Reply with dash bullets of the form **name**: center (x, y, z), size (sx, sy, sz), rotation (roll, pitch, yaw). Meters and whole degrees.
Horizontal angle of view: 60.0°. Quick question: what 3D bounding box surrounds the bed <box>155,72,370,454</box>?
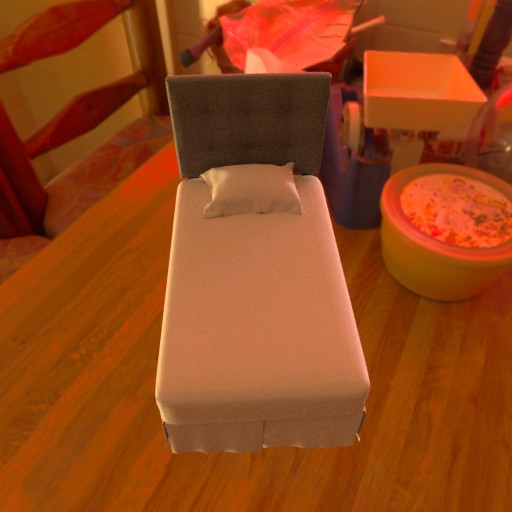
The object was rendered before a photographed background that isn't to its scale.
- **bed**: center (0.000, 0.000, 2.940), size (1.261, 1.571, 1.997), rotation (-2, 47, -2)
